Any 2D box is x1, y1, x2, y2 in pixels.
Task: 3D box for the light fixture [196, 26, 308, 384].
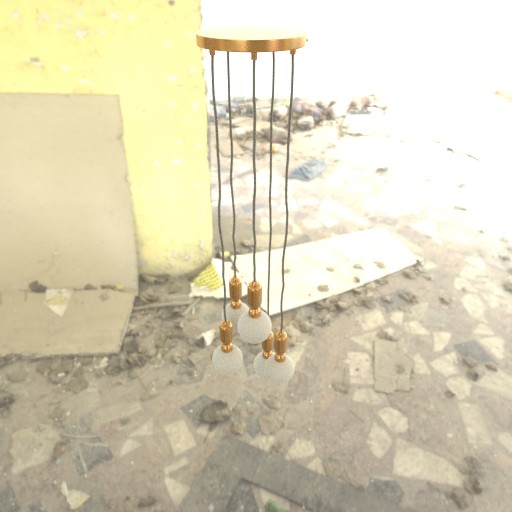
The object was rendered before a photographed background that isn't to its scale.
[{"bbox_3d":[0.000,0.000,0.504,0.105,0.457,0.108,8,34,13],"label":"light fixture"}]
